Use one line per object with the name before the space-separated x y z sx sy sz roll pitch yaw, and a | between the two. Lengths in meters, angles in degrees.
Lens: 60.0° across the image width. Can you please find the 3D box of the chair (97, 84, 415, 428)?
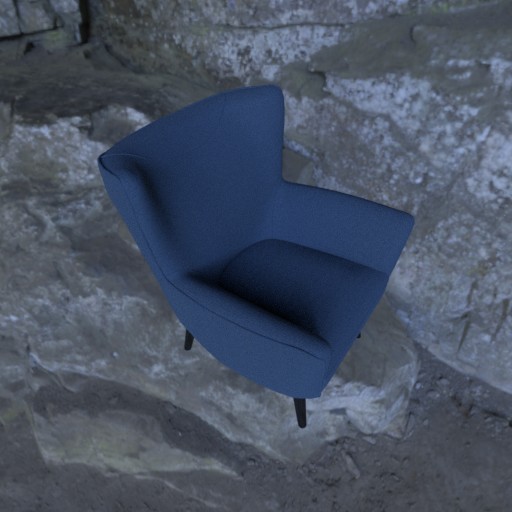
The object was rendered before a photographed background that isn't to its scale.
chair | 0.000 0.000 1.607 0.888 0.933 0.781 24 46 25
